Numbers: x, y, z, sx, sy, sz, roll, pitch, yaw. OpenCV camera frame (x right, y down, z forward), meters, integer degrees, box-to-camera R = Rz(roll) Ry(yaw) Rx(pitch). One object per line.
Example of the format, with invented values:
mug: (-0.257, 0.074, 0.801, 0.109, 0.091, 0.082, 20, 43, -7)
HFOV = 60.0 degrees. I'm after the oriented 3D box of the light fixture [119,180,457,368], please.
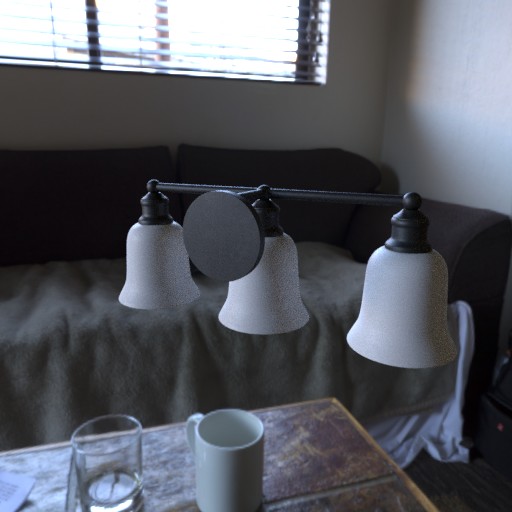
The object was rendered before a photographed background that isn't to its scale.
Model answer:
light fixture: (0.000, 0.000, 0.664, 0.570, 0.211, 0.198, 7, 16, 27)
